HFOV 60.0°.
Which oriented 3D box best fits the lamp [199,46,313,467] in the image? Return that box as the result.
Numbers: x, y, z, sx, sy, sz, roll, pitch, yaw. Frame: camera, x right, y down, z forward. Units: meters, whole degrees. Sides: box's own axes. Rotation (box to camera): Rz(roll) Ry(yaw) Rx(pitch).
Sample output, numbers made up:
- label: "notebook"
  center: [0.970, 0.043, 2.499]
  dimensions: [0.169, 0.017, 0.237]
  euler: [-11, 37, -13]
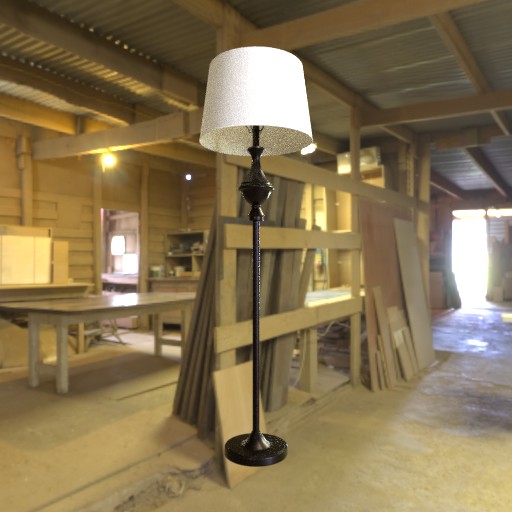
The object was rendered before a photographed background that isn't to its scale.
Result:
- label: "lamp"
  center: [0.000, 0.000, 1.686]
  dimensions: [0.431, 1.484, 0.431]
  euler: [0, -1, 0]
